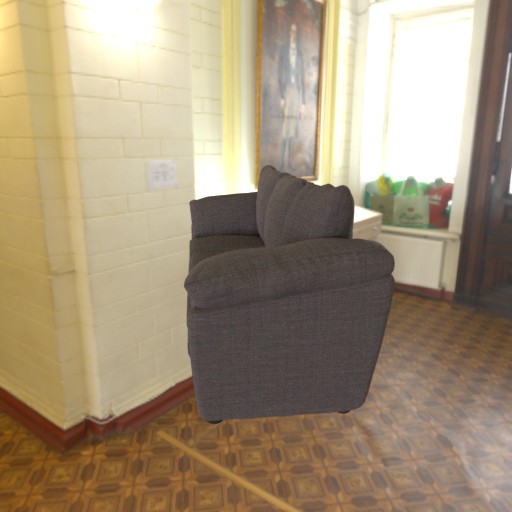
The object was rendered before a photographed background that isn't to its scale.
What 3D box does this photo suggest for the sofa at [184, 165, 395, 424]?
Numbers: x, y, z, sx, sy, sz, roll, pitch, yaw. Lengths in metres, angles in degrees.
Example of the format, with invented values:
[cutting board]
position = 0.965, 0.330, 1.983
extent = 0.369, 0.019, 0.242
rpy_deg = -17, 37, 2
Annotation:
[sofa]
position = 0.000, 0.000, 2.894
extent = 0.883, 1.080, 2.336
rpy_deg = -2, 14, -7
